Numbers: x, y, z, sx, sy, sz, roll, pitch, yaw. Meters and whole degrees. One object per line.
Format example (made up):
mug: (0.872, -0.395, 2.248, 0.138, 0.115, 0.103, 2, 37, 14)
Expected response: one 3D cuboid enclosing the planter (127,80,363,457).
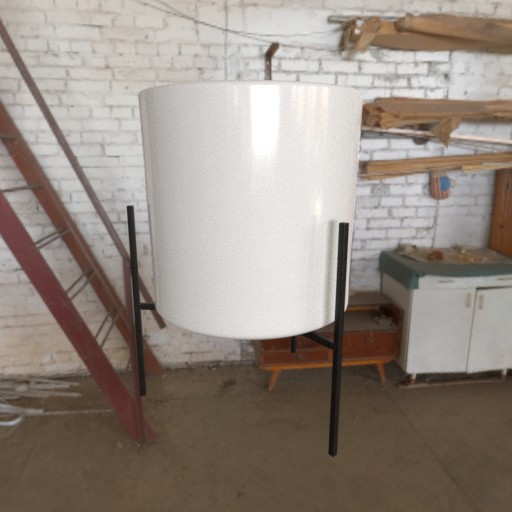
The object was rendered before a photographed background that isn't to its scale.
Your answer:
planter: (0.000, 0.000, 0.630, 0.307, 0.431, 0.308, 7, 16, 26)
